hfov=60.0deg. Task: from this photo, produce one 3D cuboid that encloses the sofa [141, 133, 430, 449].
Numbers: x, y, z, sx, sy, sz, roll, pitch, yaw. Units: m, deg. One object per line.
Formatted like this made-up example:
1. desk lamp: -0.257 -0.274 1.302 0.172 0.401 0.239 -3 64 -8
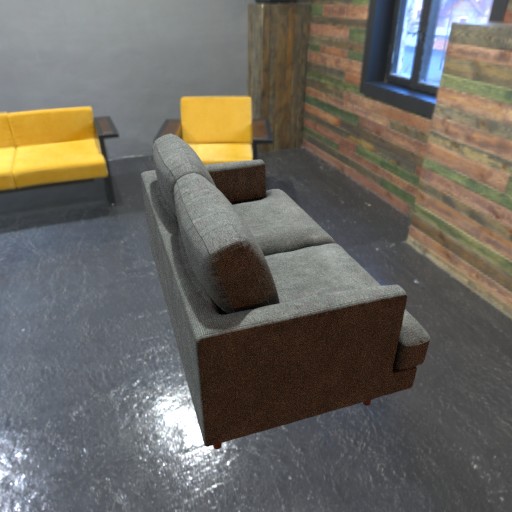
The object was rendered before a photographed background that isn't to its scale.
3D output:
1. sofa: 0.000 0.000 2.183 0.903 0.956 1.582 -10 32 -16
